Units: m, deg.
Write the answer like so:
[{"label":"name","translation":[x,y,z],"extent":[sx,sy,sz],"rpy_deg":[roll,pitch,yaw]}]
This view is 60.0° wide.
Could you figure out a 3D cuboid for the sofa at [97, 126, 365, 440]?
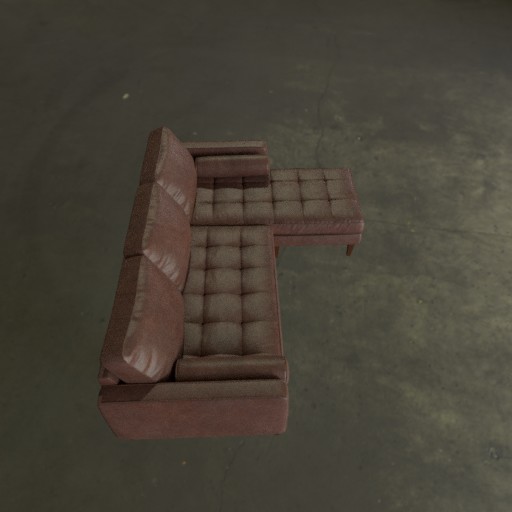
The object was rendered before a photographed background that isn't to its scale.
[{"label":"sofa","translation":[0.000,0.000,2.960],"extent":[1.613,0.841,2.185],"rpy_deg":[-2,49,-1]}]
